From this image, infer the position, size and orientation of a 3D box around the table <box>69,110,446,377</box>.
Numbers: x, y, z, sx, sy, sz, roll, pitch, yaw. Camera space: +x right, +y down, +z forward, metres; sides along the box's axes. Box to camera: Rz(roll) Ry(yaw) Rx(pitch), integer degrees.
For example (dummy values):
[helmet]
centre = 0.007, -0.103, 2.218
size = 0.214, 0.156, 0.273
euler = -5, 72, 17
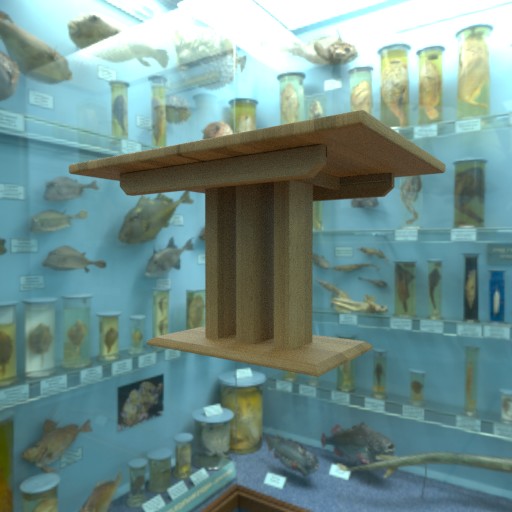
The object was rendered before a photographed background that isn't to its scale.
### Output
[table]
centre = 0.000, 0.000, 1.860
size = 1.300, 0.770, 0.900
euler = 1, 1, 35
